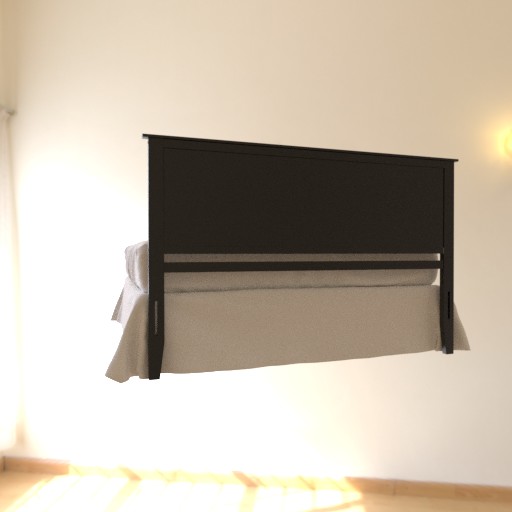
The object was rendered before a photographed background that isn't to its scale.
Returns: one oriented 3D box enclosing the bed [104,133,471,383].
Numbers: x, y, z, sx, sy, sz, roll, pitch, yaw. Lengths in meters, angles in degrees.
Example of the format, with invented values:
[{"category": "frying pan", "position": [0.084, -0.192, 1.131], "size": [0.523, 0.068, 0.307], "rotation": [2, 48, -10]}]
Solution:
[{"category": "bed", "position": [0.000, 0.000, 3.612], "size": [2.315, 1.271, 2.219], "rotation": [0, 0, -18]}]
